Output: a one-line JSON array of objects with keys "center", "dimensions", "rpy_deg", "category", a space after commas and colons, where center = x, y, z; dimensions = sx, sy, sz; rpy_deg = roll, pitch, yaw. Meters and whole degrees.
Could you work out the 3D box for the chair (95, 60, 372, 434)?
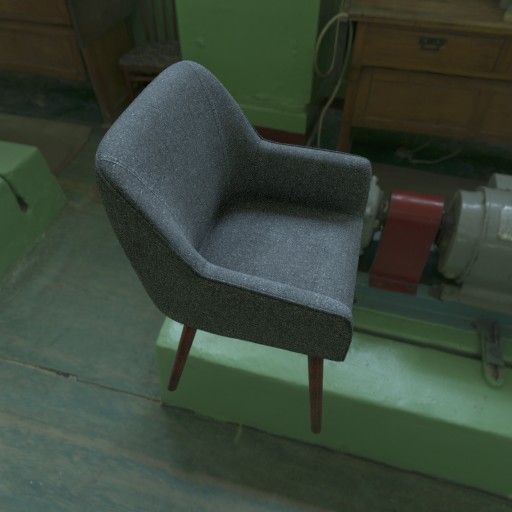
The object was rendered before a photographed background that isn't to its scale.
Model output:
[{"center": [0.000, 0.000, 1.141], "dimensions": [0.519, 0.803, 0.543], "rpy_deg": [10, 47, 10], "category": "chair"}]
